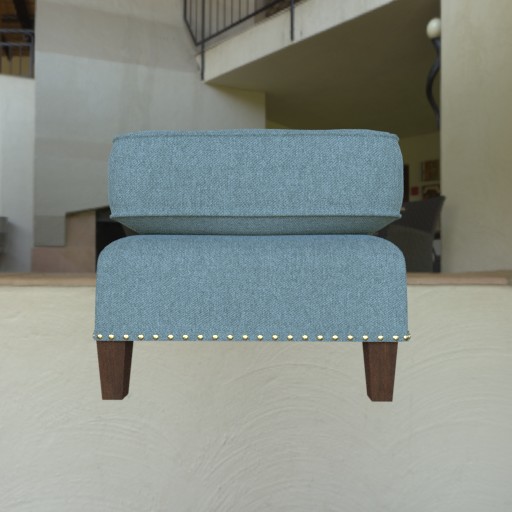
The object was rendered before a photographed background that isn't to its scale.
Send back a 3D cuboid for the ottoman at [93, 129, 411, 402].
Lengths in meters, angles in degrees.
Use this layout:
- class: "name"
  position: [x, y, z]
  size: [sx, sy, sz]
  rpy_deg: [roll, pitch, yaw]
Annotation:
- class: "ottoman"
  position: [0.000, 0.000, 1.157]
  size: [0.589, 0.537, 0.738]
  rpy_deg: [0, -1, 1]
